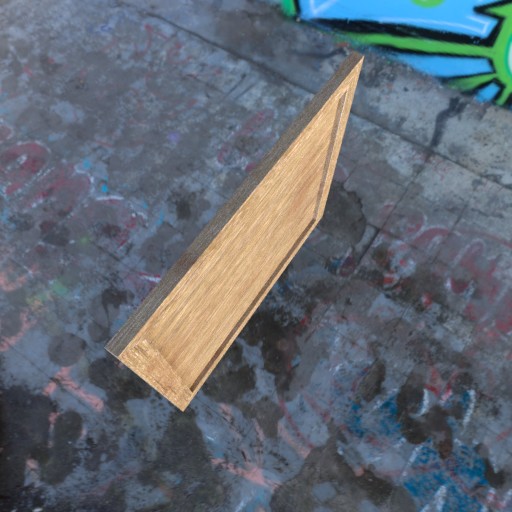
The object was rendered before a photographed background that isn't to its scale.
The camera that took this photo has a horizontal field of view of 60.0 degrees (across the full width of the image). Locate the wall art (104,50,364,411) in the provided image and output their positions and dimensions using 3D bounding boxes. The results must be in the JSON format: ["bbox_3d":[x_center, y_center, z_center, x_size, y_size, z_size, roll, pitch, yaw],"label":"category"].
[{"bbox_3d":[0.000,0.000,0.979,0.026,0.588,0.690,31,68,14],"label":"wall art"}]
